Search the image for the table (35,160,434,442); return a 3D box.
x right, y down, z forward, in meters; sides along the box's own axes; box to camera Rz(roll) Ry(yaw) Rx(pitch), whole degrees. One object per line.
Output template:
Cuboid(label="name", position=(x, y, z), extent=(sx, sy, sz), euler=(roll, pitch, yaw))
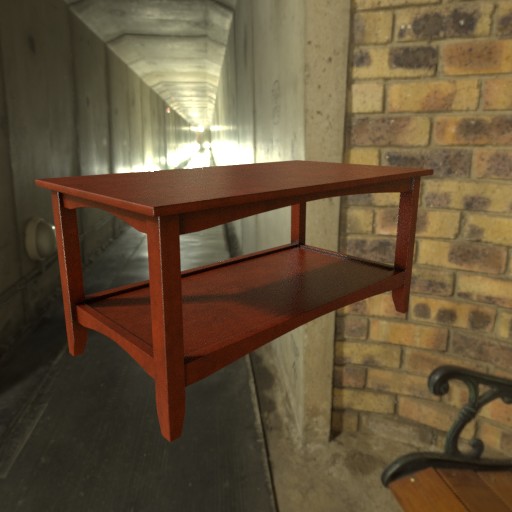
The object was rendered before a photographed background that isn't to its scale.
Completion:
Cuboid(label="table", position=(0.000, 0.000, 1.241), extent=(0.943, 0.456, 0.533), euler=(-15, 22, -41))
